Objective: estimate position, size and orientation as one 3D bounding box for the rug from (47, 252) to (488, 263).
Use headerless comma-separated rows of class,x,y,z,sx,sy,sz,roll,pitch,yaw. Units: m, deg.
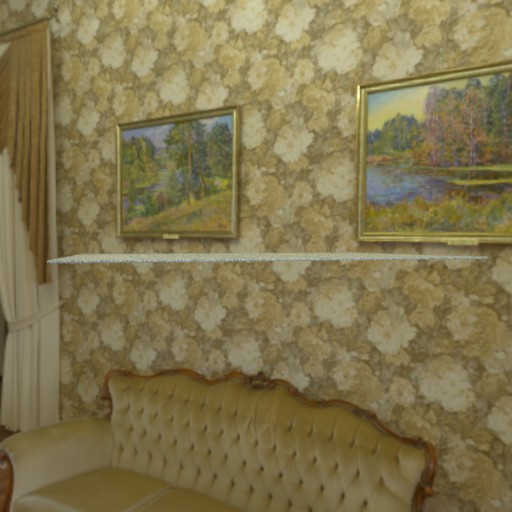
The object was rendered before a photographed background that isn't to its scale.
rug,0.000,0.000,2.914,2.283,0.013,1.547,0,1,-17
